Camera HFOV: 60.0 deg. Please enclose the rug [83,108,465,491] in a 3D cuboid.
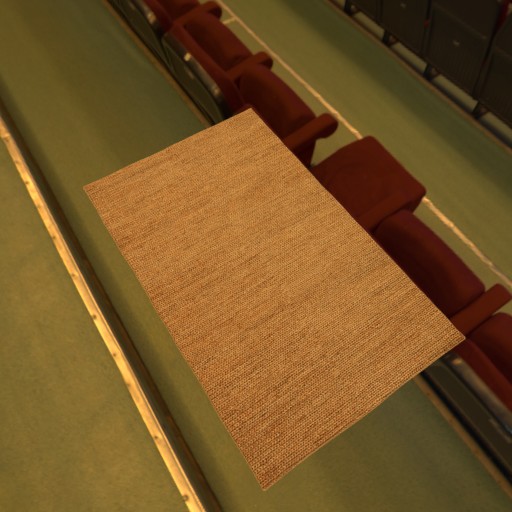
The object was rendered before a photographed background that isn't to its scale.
[{"bbox_3d":[0.000,0.000,3.051,1.521,0.034,2.438,-30,65,-16],"label":"rug"}]
